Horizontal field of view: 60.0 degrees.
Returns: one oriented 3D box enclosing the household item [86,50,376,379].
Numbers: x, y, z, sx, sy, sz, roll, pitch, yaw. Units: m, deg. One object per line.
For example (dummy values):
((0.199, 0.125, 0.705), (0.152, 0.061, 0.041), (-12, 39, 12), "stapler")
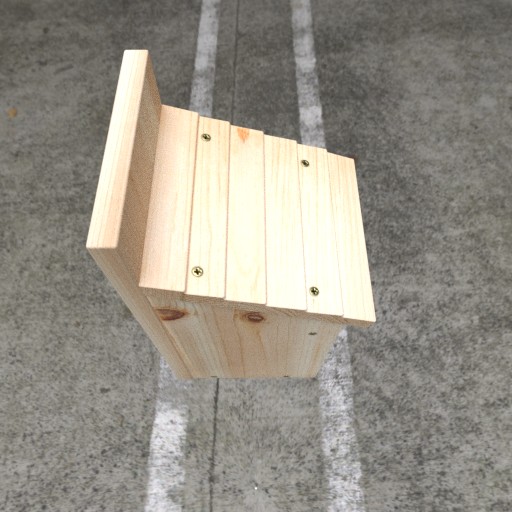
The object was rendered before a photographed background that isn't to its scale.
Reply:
((0.000, 0.000, 0.386), (0.171, 0.300, 0.149), (0, 62, 0), "household item")
